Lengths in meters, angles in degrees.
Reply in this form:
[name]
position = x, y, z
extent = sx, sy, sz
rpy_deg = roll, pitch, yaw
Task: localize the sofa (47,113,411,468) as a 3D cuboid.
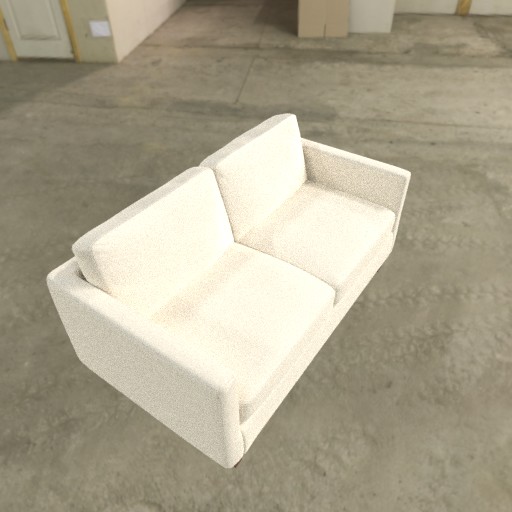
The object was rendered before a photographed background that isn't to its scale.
[sofa]
position = 0.000, 0.000, 2.268
extent = 0.964, 0.888, 1.702
rpy_deg = 25, 47, 26
